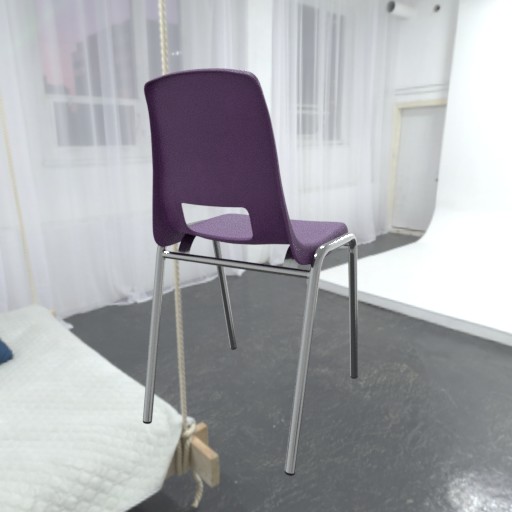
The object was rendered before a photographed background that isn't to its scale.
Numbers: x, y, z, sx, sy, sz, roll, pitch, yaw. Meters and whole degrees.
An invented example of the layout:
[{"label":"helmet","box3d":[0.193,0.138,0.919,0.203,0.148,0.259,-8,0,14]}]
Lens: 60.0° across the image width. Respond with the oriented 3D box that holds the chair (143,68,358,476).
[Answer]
[{"label":"chair","box3d":[0.000,0.000,0.966,0.381,0.704,0.432,7,16,26]}]
